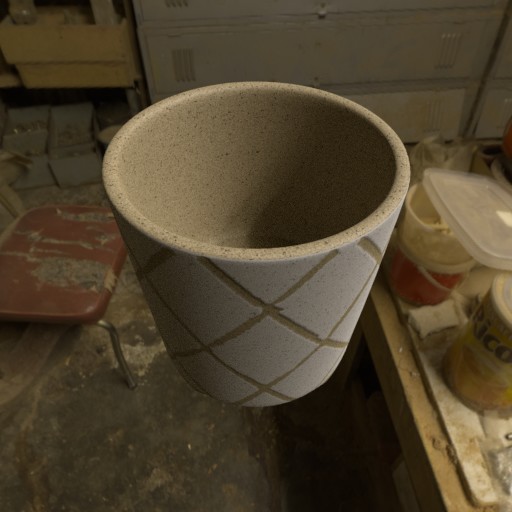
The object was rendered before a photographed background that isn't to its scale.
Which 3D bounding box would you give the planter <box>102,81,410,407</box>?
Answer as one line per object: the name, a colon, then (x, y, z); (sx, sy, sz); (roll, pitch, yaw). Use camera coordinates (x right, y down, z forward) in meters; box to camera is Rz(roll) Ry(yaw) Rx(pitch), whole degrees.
planter: (0.000, 0.000, 0.419); (0.228, 0.235, 0.228); (0, 47, 0)
